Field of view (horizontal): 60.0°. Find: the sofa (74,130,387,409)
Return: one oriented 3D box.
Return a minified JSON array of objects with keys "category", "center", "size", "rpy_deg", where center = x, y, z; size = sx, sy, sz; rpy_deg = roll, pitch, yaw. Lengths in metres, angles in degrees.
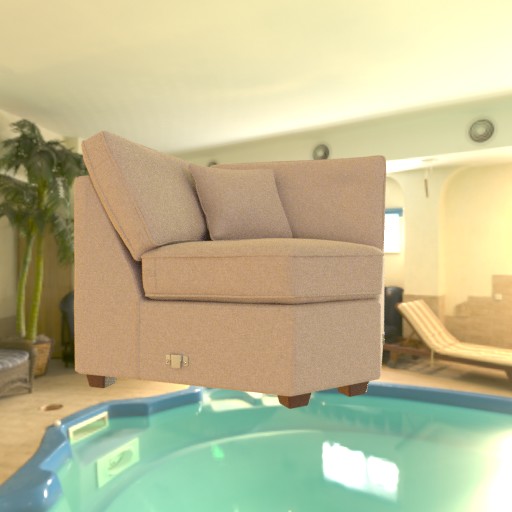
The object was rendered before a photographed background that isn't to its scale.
[{"category":"sofa","center":[0.000,0.000,1.855],"size":[1.042,0.937,1.050],"rpy_deg":[0,1,17]}]
